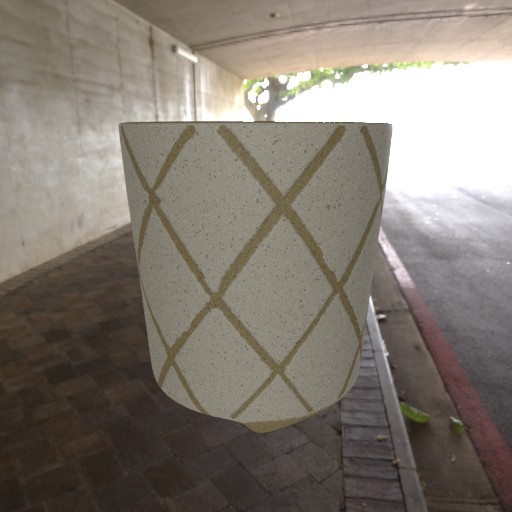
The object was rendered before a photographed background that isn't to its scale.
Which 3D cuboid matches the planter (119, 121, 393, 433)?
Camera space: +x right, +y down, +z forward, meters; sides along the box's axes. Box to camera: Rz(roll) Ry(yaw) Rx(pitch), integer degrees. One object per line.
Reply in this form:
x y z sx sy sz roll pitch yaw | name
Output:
0.000 0.000 0.347 0.191 0.199 0.191 0 16 0 | planter
